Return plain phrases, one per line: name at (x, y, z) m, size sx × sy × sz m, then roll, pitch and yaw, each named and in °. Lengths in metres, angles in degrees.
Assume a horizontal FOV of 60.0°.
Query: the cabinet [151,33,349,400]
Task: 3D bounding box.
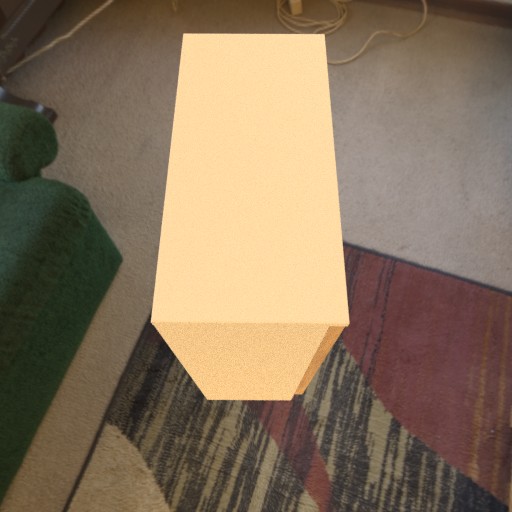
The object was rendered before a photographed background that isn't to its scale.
cabinet at (0.000, 0.000, 1.129) m, size 0.296 × 0.815 × 0.600 m, roll 0°, pitch 65°, yaw 0°
